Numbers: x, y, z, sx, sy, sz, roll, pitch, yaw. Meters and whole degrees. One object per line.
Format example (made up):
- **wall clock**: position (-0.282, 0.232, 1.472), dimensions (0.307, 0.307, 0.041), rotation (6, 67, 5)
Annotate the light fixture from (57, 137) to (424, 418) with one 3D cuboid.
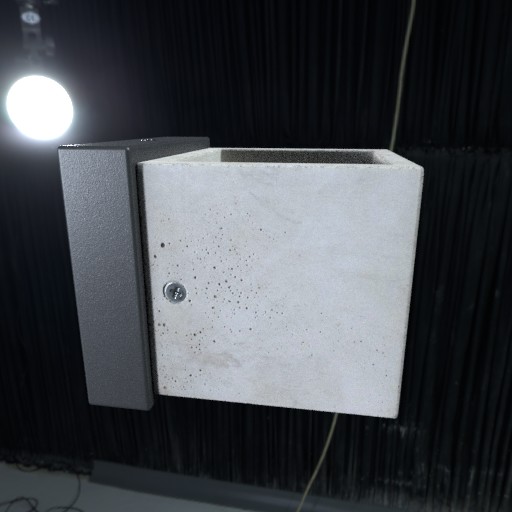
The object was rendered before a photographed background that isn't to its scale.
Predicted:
- **light fixture**: position (0.000, 0.000, 0.240), dimensions (0.143, 0.121, 0.121), rotation (3, 17, 9)
